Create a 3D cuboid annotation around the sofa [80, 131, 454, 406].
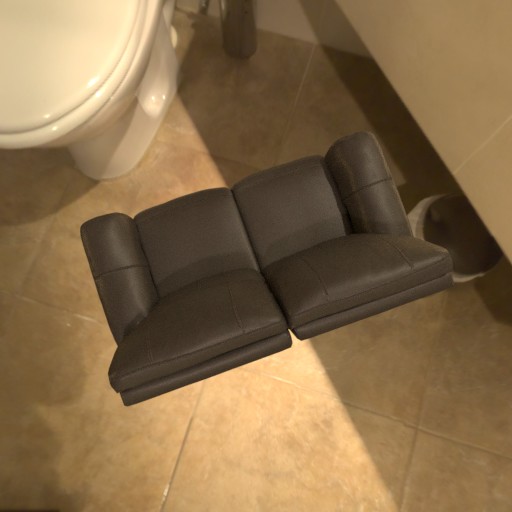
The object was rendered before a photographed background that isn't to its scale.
[{"bbox_3d":[0.000,0.000,2.539,1.765,1.111,1.104,-19,77,-4],"label":"sofa"}]
